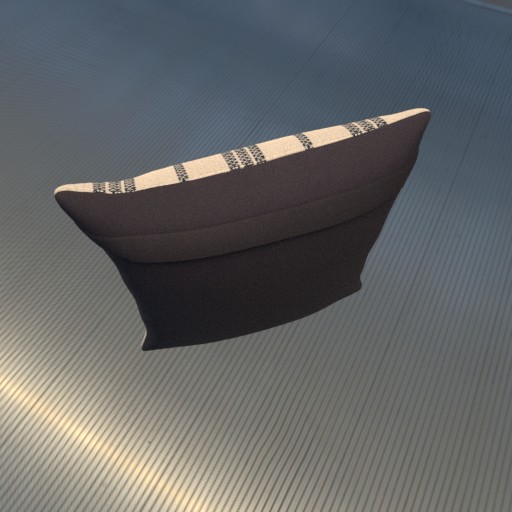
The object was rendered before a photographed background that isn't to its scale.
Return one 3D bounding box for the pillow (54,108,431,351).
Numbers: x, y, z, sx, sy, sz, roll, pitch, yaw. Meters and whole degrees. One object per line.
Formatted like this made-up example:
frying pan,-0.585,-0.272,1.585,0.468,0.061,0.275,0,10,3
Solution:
pillow,0.000,0.000,0.619,0.405,0.406,0.173,-15,58,-9
